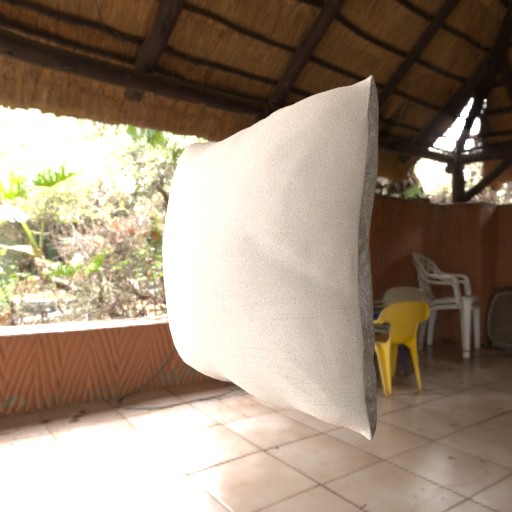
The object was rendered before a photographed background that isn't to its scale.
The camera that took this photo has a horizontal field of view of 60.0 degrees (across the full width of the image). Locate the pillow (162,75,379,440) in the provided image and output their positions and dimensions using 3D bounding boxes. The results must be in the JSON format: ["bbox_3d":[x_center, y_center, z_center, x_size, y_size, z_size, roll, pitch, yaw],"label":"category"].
[{"bbox_3d":[0.000,0.000,0.709,0.245,0.448,0.450,1,-1,-37],"label":"pillow"}]
